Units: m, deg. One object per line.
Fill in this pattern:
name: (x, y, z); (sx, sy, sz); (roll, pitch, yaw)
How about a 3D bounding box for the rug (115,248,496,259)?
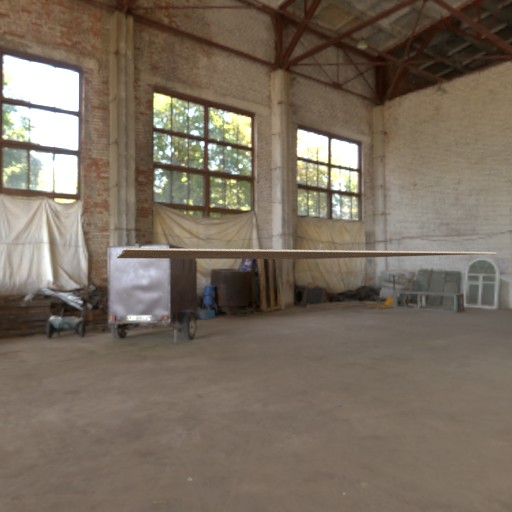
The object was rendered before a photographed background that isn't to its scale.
rug: (0.000, 0.000, 3.969); (2.363, 0.012, 2.980); (0, -1, -18)
